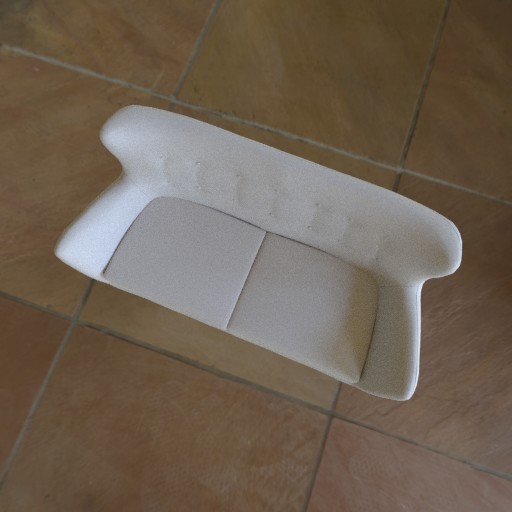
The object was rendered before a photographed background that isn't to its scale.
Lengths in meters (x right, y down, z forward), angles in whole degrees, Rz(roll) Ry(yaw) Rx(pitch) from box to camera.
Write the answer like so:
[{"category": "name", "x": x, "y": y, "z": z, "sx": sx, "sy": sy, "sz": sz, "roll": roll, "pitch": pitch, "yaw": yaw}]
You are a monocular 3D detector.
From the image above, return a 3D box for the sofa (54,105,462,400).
[{"category": "sofa", "x": 0.000, "y": 0.000, "z": 2.441, "sx": 1.930, "sy": 0.890, "sz": 0.899, "roll": 22, "pitch": 75, "yaw": 6}]
